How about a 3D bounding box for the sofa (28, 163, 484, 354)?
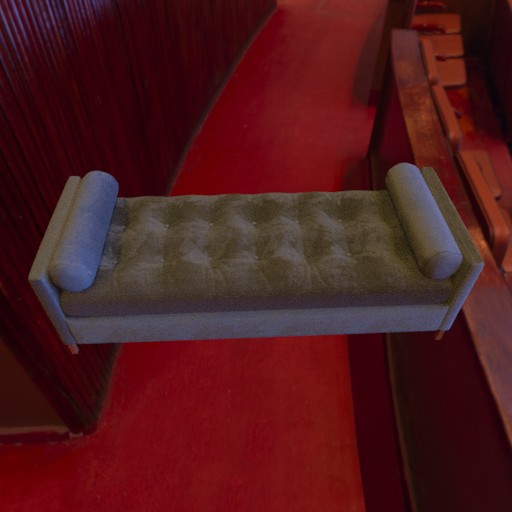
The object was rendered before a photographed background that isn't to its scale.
[{"bbox_3d":[0.000,0.000,2.476,2.102,0.705,0.796,-2,46,-2],"label":"sofa"}]
